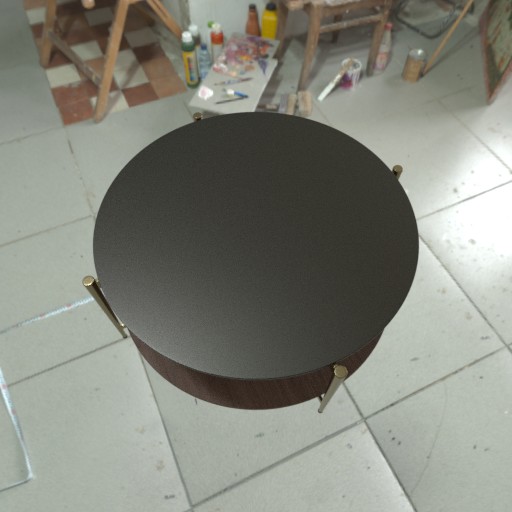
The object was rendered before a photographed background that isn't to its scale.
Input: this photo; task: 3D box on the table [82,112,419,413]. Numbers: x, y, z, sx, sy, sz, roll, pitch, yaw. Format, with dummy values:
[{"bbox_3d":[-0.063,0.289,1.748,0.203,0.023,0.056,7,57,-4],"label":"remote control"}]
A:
[{"bbox_3d":[0.000,0.000,1.467,0.938,0.400,0.938,31,63,18],"label":"table"}]
